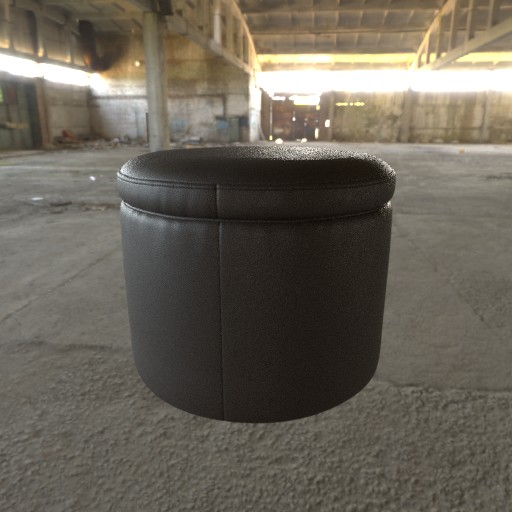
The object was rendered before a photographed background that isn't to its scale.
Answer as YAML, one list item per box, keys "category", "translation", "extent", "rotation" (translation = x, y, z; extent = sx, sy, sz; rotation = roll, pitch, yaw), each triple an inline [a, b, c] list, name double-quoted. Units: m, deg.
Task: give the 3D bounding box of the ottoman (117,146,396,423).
- category: "ottoman"
  translation: [0.000, 0.000, 0.870]
  extent: [0.500, 0.409, 0.500]
  rotation: [0, 17, 0]
